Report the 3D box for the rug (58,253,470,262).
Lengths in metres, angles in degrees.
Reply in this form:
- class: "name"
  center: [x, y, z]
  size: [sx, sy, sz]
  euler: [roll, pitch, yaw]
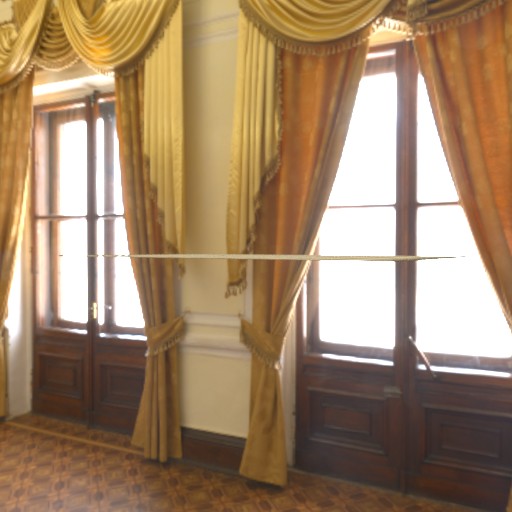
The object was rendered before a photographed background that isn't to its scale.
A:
- class: "rug"
  center: [0.000, 0.000, 2.550]
  size: [2.084, 0.009, 1.222]
  euler: [1, 1, 36]
